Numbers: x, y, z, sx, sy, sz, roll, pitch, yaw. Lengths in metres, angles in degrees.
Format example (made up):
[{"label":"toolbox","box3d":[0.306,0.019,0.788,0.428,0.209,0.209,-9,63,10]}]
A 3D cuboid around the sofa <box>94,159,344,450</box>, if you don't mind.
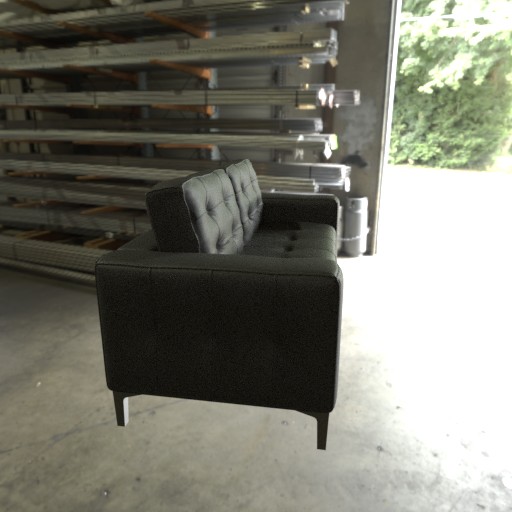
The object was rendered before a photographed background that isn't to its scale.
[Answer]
[{"label":"sofa","box3d":[0.000,0.000,2.249,0.833,0.893,1.726,3,16,9]}]
